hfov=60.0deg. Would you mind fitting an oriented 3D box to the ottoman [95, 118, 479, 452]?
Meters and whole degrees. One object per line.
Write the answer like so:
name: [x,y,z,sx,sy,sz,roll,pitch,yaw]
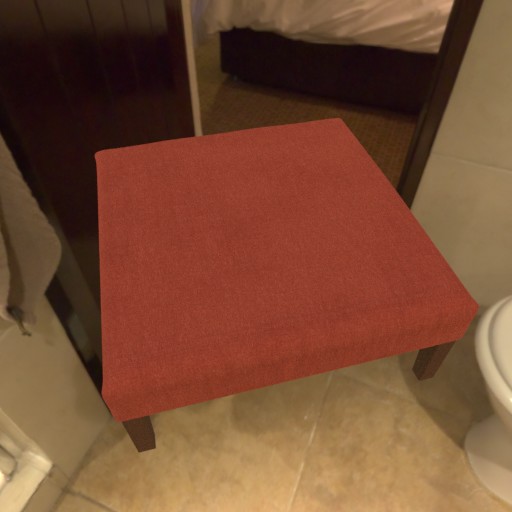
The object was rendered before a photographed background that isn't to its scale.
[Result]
ottoman: [0.000,0.000,1.388,0.889,0.411,0.890,-11,49,-10]
